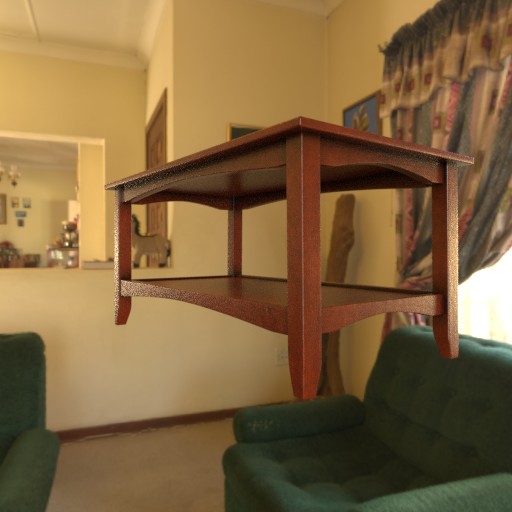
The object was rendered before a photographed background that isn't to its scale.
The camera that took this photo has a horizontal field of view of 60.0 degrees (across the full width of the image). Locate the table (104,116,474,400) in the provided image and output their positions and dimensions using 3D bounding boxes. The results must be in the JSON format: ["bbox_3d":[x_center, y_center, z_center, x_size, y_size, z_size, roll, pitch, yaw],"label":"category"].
[{"bbox_3d":[0.000,0.000,1.228,0.533,0.456,0.943,-1,1,-37],"label":"table"}]
